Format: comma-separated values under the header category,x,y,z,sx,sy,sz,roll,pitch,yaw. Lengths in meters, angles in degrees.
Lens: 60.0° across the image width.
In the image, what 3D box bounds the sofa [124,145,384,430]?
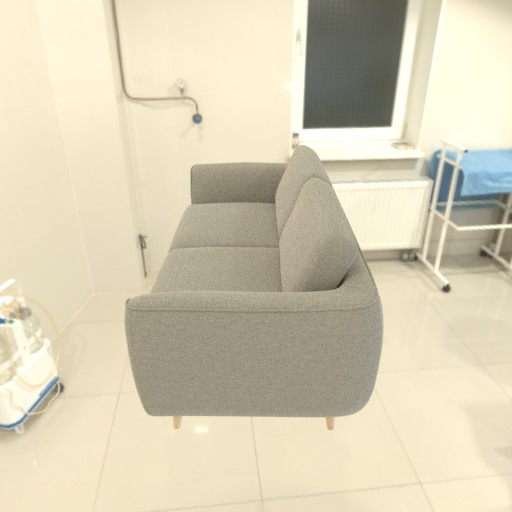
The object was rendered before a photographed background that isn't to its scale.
category,x,y,z,sx,sy,sz,roll,pitch,yaw
sofa,0.000,0.000,2.218,0.920,0.850,1.700,0,27,0
